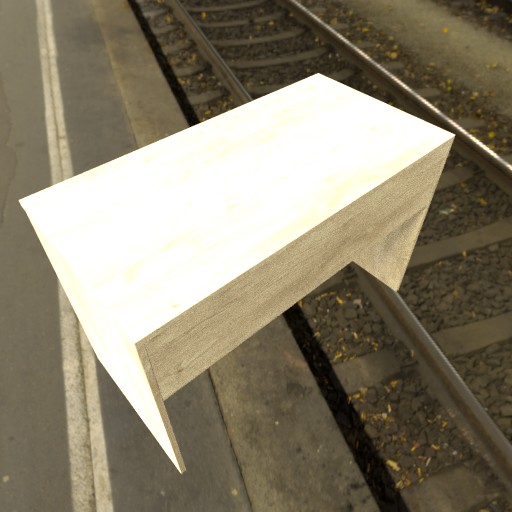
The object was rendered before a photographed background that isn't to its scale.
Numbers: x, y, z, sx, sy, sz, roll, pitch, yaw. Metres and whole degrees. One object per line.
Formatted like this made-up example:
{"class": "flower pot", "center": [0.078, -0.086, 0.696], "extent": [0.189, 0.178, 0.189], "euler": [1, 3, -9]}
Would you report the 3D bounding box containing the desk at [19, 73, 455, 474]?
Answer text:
{"class": "desk", "center": [0.000, 0.000, 1.487], "extent": [1.100, 0.730, 0.560], "euler": [-33, 54, -27]}
